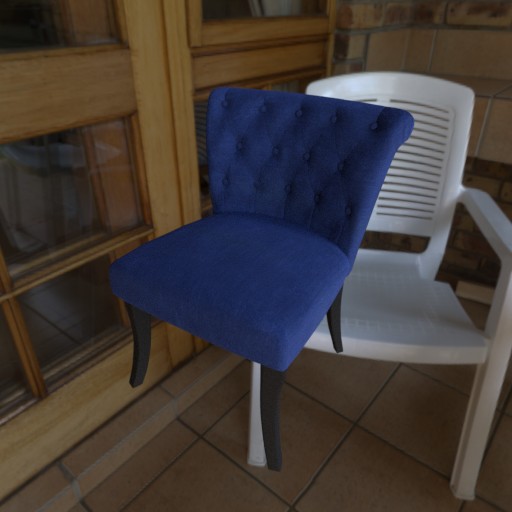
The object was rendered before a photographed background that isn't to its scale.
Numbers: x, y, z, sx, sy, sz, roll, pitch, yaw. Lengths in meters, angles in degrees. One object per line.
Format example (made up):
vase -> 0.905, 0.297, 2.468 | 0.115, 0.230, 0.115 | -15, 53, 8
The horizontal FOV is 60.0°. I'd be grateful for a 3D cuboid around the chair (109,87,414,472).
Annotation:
chair -> 0.000, 0.000, 1.197 | 0.585, 0.753, 0.606 | 19, 35, 28
